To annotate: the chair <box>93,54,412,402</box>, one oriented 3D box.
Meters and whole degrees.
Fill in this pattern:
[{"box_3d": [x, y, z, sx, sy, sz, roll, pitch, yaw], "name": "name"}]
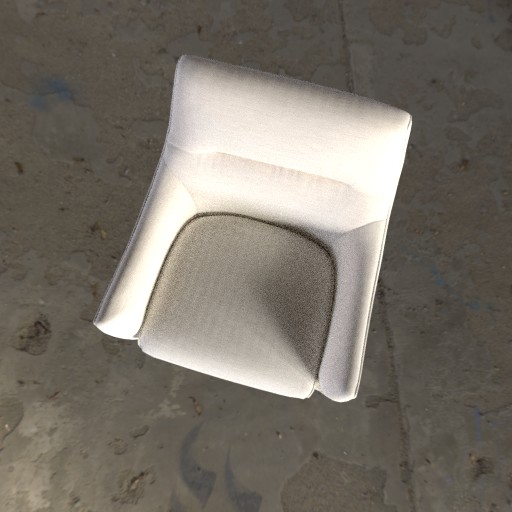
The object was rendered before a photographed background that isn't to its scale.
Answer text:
[{"box_3d": [0.000, 0.000, 1.422, 0.762, 0.838, 0.787, 15, 76, 4], "name": "chair"}]
